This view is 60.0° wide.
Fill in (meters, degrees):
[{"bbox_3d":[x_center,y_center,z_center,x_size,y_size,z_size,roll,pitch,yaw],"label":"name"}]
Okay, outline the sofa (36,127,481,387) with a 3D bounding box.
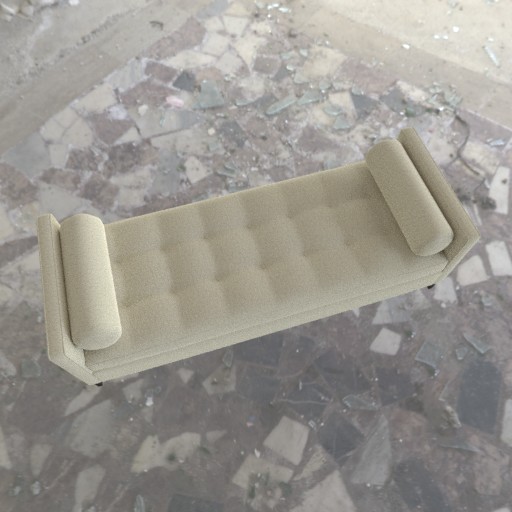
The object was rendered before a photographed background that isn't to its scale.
[{"bbox_3d":[0.000,0.000,2.340,1.985,0.641,0.746,-15,63,-8],"label":"sofa"}]
